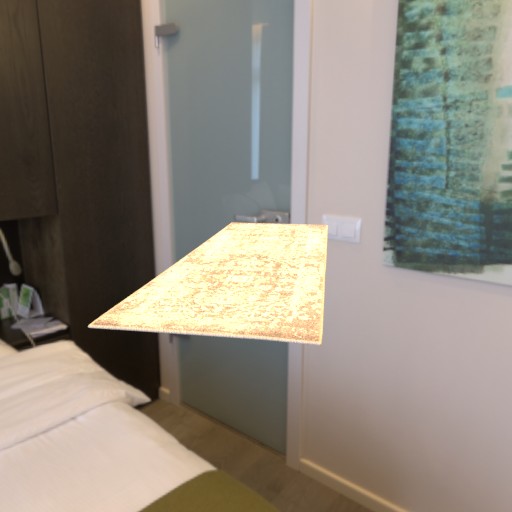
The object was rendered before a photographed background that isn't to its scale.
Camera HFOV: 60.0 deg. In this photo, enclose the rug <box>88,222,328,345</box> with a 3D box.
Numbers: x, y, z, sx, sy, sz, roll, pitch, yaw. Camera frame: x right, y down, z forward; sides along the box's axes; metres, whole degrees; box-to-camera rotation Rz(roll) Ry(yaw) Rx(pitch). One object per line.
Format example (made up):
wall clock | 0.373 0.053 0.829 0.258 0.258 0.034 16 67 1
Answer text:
rug | 0.000 0.000 2.717 0.855 0.017 2.452 2 13 9
